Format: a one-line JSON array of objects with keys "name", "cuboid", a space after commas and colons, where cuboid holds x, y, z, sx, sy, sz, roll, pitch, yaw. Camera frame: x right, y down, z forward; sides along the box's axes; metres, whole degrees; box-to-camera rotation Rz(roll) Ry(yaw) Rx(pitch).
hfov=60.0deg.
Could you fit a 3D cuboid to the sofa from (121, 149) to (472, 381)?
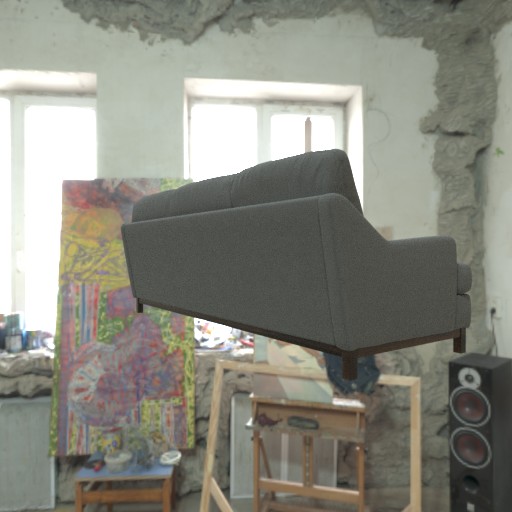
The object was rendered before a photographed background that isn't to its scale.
[{"name": "sofa", "cuboid": [0.000, 0.000, 2.830, 0.987, 0.926, 2.344, -1, 1, -35]}]
